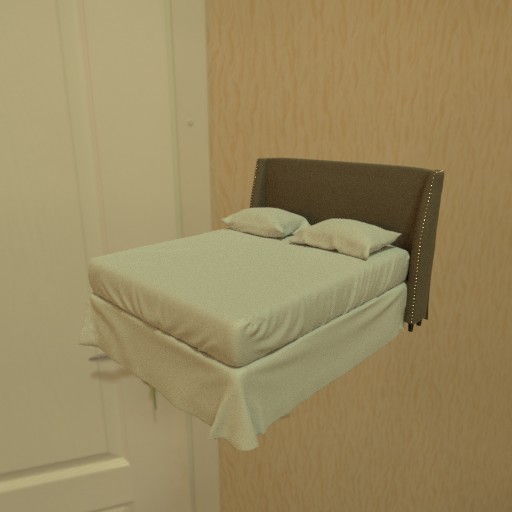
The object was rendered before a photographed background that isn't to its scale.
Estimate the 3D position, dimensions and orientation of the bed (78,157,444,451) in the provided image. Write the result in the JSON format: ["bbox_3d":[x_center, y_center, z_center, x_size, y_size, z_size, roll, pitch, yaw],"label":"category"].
[{"bbox_3d":[0.000,0.000,3.473,1.925,1.332,2.276,16,23,42],"label":"bed"}]
